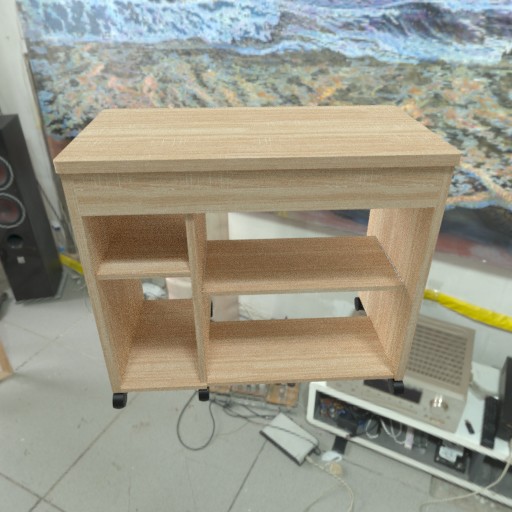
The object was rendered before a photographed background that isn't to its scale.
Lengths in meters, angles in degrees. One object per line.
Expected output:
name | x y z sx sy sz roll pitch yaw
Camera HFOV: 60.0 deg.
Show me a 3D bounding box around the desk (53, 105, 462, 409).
desk | 0.000 0.000 1.343 0.884 0.770 0.480 -2 31 -3
